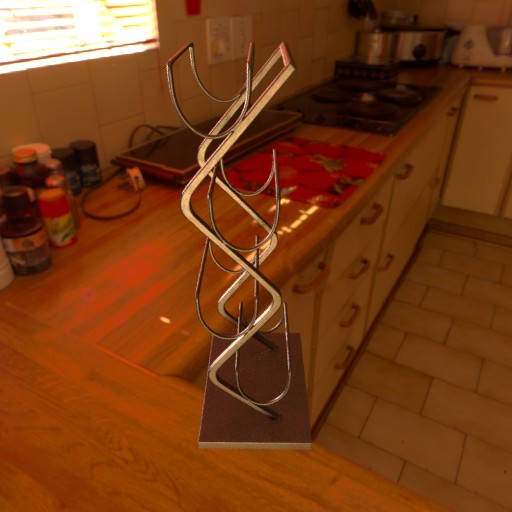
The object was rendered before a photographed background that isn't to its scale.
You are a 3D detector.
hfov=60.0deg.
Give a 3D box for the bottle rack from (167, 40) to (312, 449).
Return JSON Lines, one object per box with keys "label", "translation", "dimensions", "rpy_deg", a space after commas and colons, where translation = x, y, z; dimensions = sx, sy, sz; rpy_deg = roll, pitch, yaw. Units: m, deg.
{"label": "bottle rack", "translation": [0.000, 0.000, 0.657], "dimensions": [0.178, 0.559, 0.254], "rpy_deg": [0, 32, 1]}
